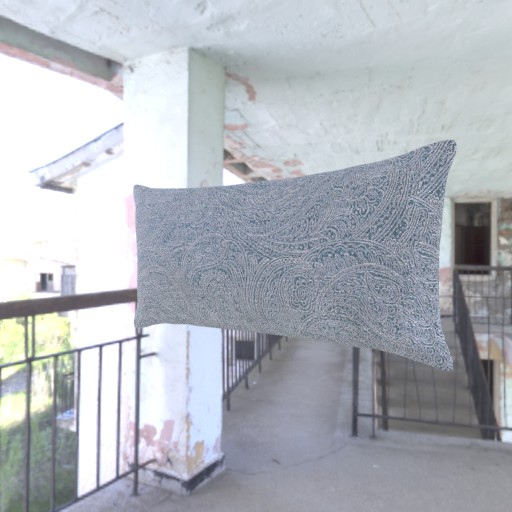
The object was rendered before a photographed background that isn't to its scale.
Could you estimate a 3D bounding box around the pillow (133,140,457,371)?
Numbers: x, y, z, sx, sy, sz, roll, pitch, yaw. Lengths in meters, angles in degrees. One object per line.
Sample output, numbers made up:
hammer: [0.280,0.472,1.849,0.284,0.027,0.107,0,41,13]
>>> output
pillow: [0.000,0.000,0.734,0.615,0.295,0.151,0,0,35]
